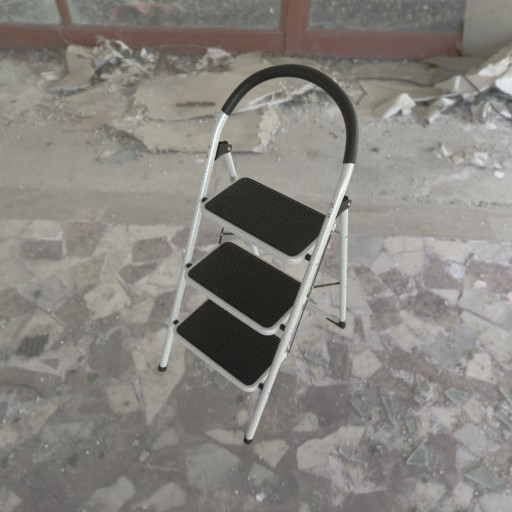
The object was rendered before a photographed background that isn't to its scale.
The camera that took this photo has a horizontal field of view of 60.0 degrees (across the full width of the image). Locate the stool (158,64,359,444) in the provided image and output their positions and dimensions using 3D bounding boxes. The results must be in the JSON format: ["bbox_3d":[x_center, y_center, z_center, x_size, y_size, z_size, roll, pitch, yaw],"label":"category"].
[{"bbox_3d":[0.000,0.000,1.475,0.485,1.109,0.676,30,53,26],"label":"stool"}]
